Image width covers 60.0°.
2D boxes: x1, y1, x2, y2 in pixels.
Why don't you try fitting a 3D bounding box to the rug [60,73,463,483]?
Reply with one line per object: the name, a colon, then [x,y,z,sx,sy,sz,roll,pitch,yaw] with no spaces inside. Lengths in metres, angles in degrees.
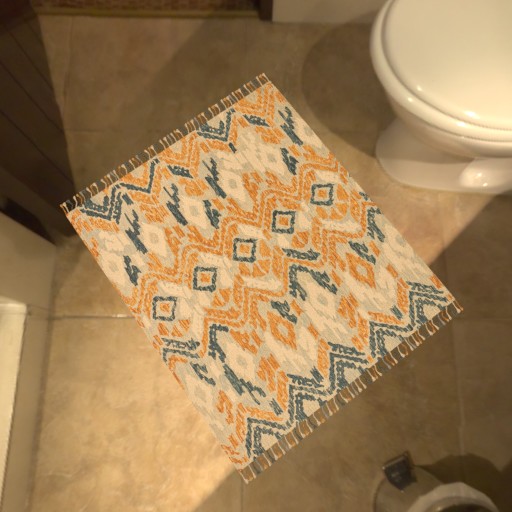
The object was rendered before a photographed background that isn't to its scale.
rug: [0.000,0.000,4.129,2.439,0.010,3.048,-36,79,-8]
